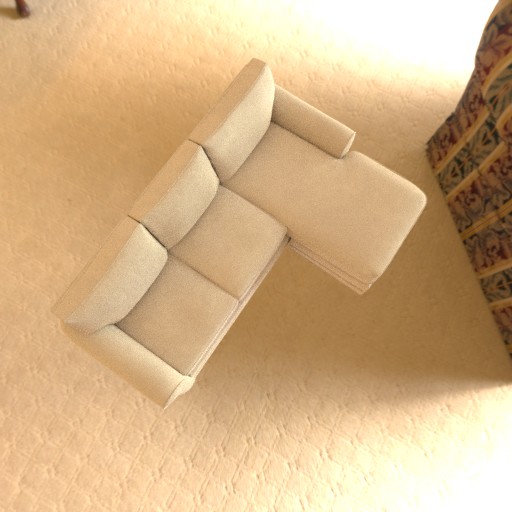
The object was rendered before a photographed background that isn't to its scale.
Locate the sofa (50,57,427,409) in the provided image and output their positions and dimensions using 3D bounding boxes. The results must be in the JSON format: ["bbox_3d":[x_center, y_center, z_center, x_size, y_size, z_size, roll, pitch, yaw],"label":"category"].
[{"bbox_3d":[0.000,0.000,2.359,1.226,0.734,1.770,33,78,8],"label":"sofa"}]
